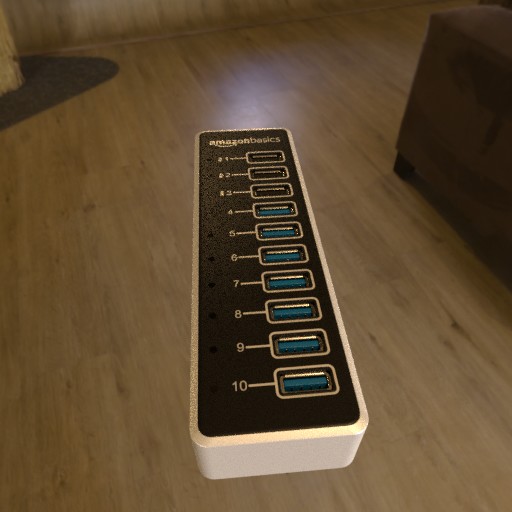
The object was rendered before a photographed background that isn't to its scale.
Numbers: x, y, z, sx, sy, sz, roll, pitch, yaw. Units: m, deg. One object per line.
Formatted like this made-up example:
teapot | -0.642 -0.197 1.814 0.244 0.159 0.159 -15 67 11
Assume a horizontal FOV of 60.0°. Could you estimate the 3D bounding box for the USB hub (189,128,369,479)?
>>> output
USB hub | 0.000 0.000 0.163 0.044 0.023 0.145 -4 46 -3
